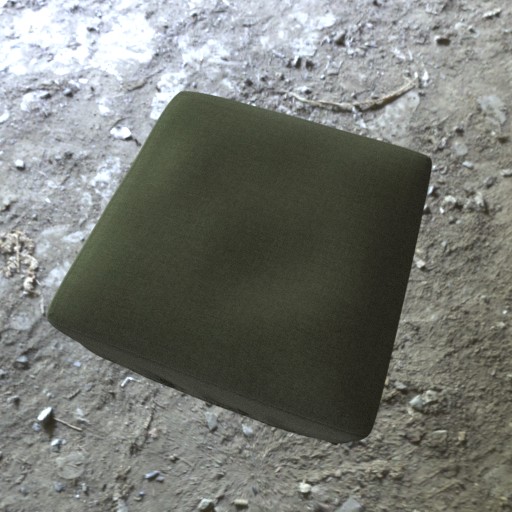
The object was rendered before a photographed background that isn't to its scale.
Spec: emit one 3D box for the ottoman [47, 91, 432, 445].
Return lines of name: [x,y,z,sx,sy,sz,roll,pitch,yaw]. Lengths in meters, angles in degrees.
ottoman: [0.000,0.000,1.333,0.840,0.436,0.843,18,65,9]
